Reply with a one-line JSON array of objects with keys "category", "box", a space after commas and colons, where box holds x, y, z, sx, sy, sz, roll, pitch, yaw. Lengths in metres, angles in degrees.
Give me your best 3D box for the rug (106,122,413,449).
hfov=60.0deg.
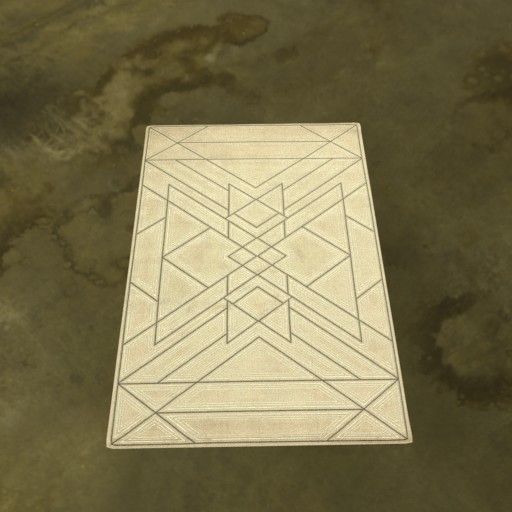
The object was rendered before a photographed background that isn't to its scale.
[{"category": "rug", "box": [0.000, 0.000, 4.278, 2.436, 0.026, 3.381, -1, 63, 0]}]
